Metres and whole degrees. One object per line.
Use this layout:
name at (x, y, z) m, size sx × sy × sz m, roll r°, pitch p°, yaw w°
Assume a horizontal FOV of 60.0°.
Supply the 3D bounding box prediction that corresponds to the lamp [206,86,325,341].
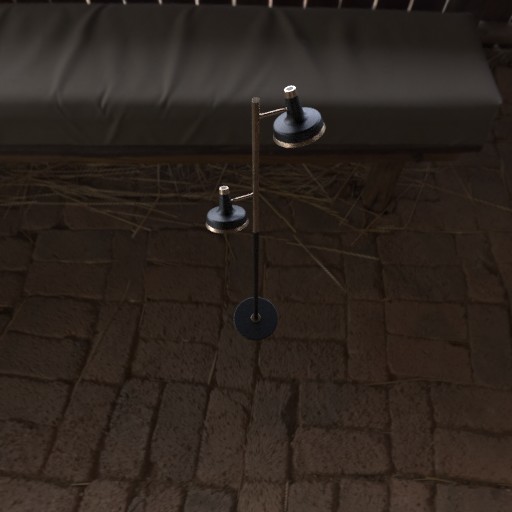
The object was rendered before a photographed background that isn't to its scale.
lamp at (0.000, 0.000, 1.781) m, size 0.351 × 1.674 × 0.253 m, roll -17°, pitch 66°, yaw -8°
